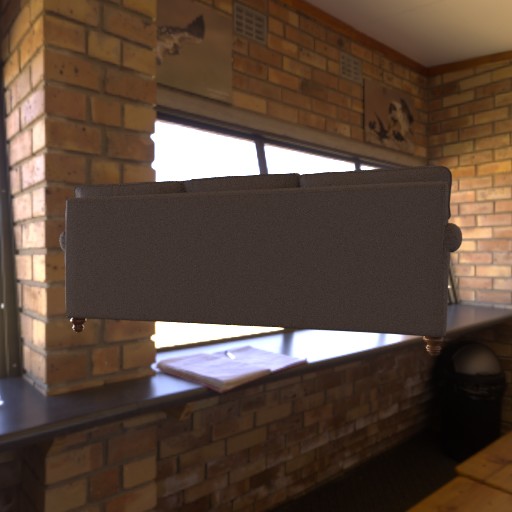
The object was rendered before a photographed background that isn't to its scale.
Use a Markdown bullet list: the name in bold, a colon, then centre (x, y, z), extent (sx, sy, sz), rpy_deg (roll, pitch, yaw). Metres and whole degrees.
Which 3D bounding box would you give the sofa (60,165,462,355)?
- **sofa**: centre (0.000, 0.000, 2.825), extent (2.353, 0.948, 0.966), rpy_deg (0, 0, 17)
